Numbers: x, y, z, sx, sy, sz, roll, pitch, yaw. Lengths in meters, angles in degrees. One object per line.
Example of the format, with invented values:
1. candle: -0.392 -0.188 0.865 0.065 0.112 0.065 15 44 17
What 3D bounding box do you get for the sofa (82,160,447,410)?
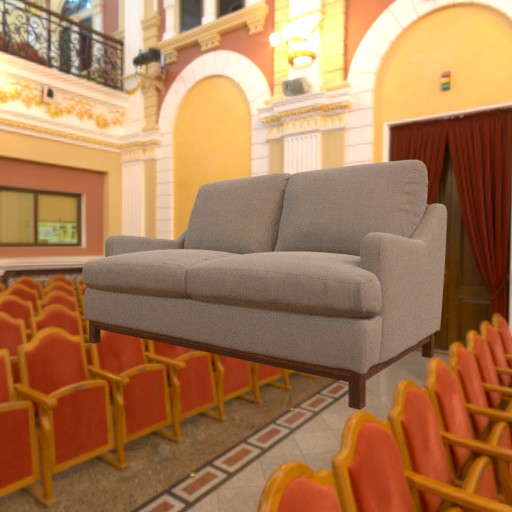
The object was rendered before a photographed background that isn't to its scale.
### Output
1. sofa: 0.000 0.000 2.208 1.589 0.921 0.987 2 3 37
